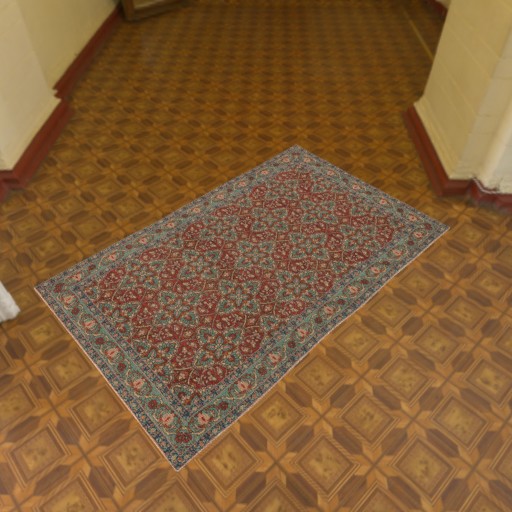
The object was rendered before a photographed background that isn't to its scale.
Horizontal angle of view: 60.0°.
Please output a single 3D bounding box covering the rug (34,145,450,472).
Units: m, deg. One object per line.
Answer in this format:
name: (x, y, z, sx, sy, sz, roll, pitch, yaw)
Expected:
rug: (0.000, 0.000, 3.010, 2.439, 0.011, 1.533, -34, 55, -29)
